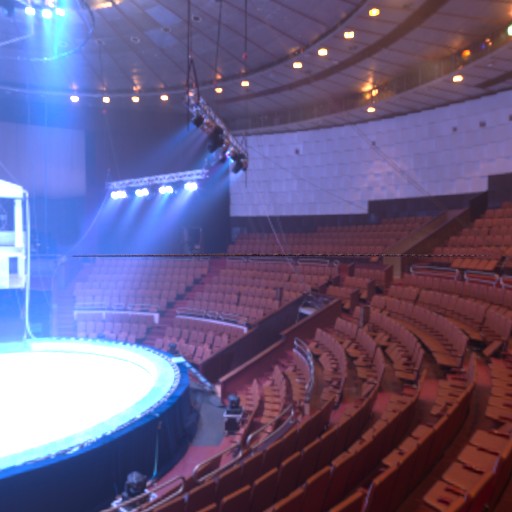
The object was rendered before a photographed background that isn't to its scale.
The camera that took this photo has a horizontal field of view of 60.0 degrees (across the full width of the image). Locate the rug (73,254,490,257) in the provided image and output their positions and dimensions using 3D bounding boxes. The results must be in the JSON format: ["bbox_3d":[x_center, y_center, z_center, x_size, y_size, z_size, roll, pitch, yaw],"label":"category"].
[{"bbox_3d":[0.000,0.000,4.043,2.437,0.010,3.056,0,0,-38],"label":"rug"}]
